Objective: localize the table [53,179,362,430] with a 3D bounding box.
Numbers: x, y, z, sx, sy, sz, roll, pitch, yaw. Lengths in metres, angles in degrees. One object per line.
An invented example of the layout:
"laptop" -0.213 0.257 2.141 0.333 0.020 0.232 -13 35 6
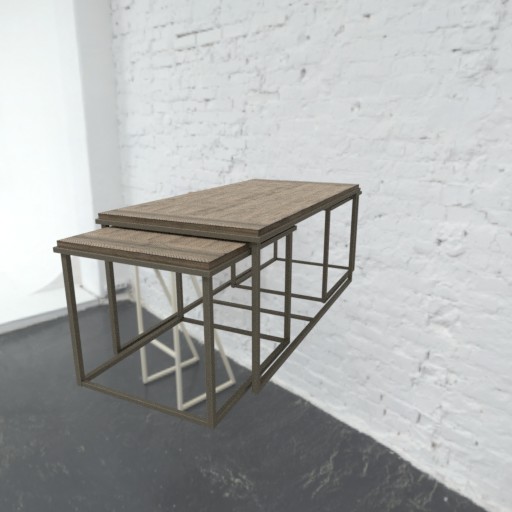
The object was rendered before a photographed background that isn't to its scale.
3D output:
"table" 0.000 0.000 1.566 0.489 0.427 1.312 8 18 25
